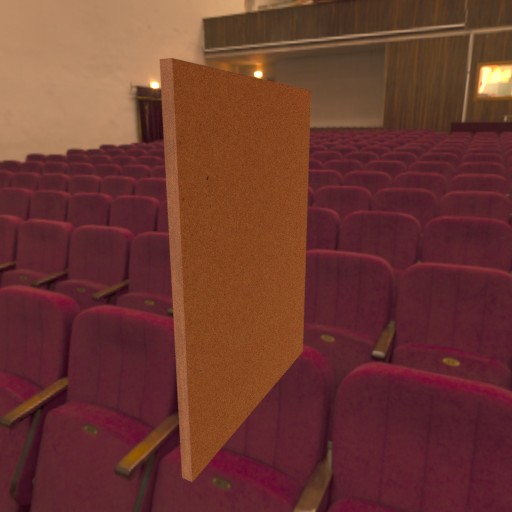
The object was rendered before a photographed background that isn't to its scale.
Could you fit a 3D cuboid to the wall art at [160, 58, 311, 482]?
[{"bbox_3d":[0.000,0.000,0.823,0.020,0.613,0.481,8,17,26],"label":"wall art"}]
